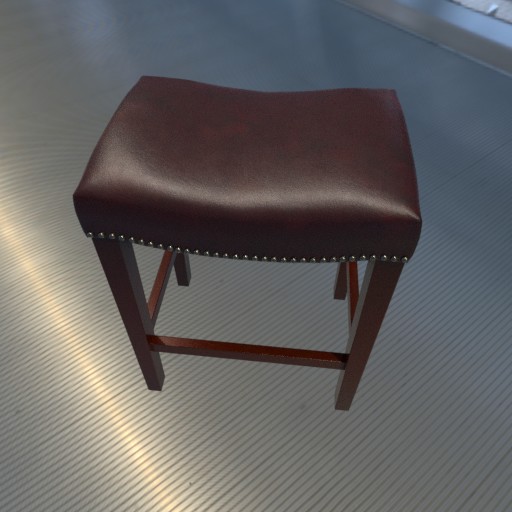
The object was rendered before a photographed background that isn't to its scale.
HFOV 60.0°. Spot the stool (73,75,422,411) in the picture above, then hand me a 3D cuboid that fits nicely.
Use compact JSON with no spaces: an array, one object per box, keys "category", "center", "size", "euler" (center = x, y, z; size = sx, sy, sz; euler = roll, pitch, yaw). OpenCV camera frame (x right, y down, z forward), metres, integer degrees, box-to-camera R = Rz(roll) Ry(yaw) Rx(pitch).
[{"category":"stool","center":[0.000,0.000,0.954],"size":[0.504,0.657,0.372],"euler":[5,49,4]}]
